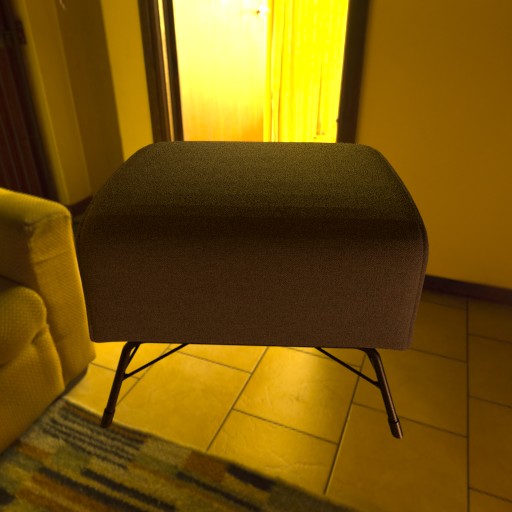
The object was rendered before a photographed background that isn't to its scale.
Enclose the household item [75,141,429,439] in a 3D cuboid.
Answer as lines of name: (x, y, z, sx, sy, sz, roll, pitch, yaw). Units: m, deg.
household item: (0.000, 0.000, 0.900, 0.530, 0.410, 0.530, 1, 29, 2)
